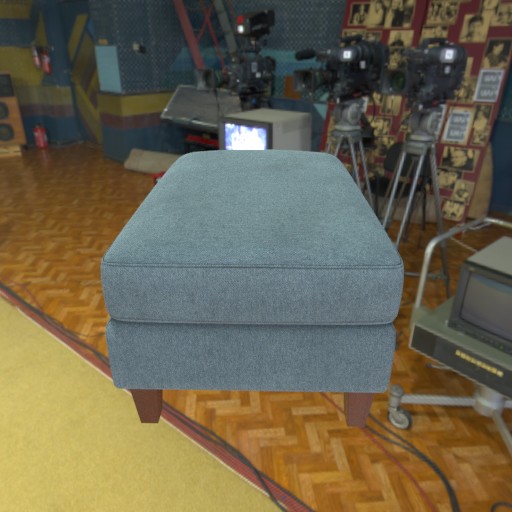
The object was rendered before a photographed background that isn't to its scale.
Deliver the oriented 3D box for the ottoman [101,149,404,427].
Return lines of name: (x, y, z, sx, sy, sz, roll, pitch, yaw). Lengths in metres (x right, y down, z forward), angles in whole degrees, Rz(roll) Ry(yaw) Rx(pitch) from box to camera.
ottoman: (0.000, 0.000, 1.249, 0.584, 0.483, 0.864, 1, 26, 1)
